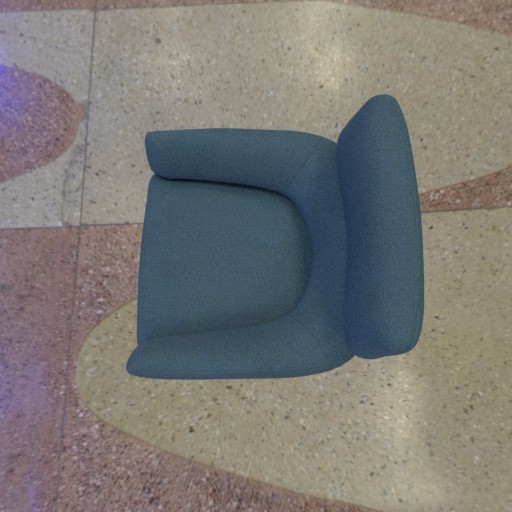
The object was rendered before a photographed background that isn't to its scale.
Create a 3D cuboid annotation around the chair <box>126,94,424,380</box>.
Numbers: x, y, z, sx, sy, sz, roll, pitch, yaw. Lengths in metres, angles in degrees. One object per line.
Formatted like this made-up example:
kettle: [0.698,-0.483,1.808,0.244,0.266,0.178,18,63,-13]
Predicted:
chair: [0.000,0.000,1.368,0.761,0.813,0.738,0,75,0]
